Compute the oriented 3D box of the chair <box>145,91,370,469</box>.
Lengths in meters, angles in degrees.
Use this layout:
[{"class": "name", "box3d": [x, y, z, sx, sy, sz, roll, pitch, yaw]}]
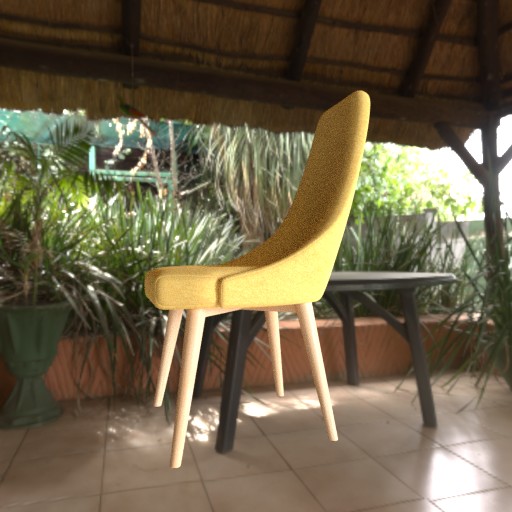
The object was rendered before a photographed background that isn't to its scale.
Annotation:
[{"class": "chair", "box3d": [0.000, 0.000, 1.393, 0.660, 1.040, 0.510, 0, 0, -18]}]
